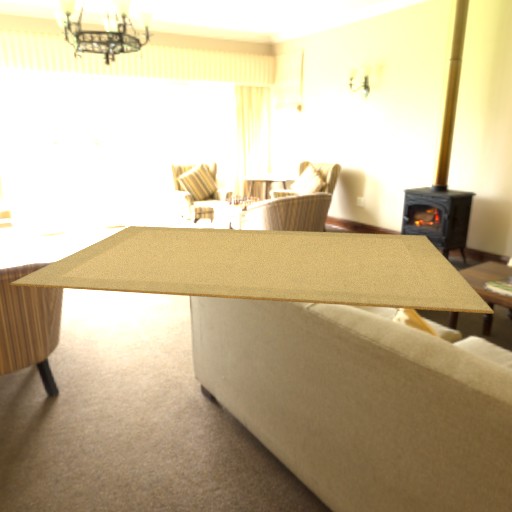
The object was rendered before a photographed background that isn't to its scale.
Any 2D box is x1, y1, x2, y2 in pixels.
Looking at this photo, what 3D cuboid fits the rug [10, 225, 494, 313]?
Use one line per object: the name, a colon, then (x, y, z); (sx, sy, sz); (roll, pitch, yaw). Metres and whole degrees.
rug: (0.000, 0.000, 2.919); (2.438, 0.014, 1.524); (2, 16, 9)
